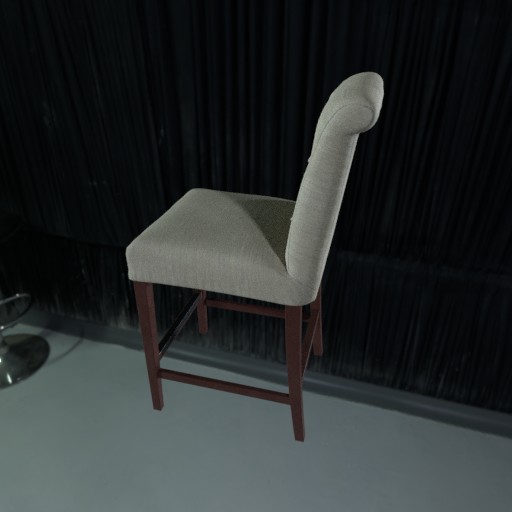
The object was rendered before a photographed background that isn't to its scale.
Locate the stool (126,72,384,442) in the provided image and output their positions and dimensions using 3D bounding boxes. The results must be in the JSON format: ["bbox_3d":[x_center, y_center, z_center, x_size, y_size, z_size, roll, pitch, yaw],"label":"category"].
[{"bbox_3d":[0.000,0.000,1.429,0.660,1.084,0.486,8,30,13],"label":"stool"}]
